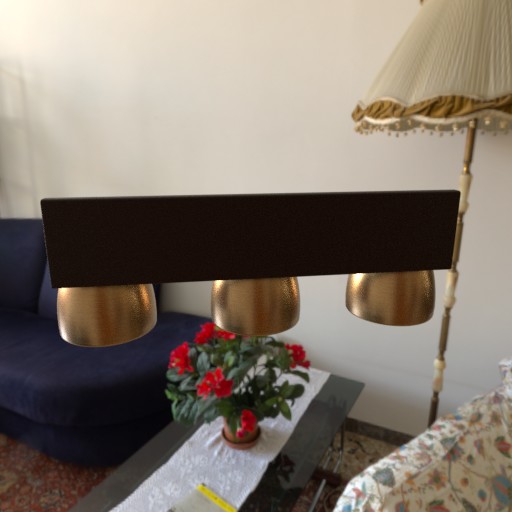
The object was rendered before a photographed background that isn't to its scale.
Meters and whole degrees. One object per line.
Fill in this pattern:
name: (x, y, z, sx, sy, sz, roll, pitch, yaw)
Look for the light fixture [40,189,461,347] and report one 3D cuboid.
light fixture: (0.000, 0.000, 0.665, 0.582, 0.204, 0.157, -2, 16, -8)
